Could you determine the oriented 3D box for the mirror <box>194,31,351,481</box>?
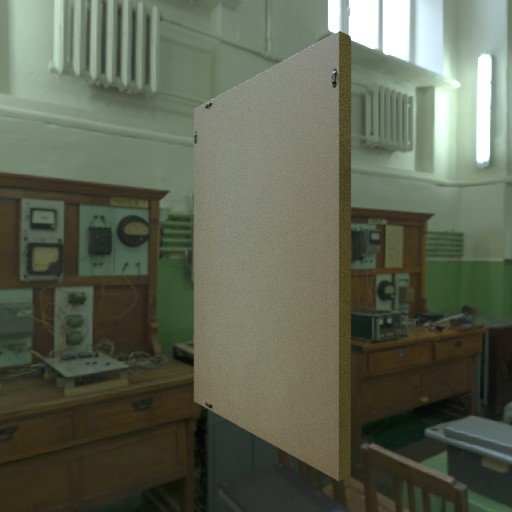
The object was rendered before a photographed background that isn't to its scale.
[{"bbox_3d":[0.000,0.000,1.154,0.041,0.915,0.609,0,0,-37],"label":"mirror"}]
